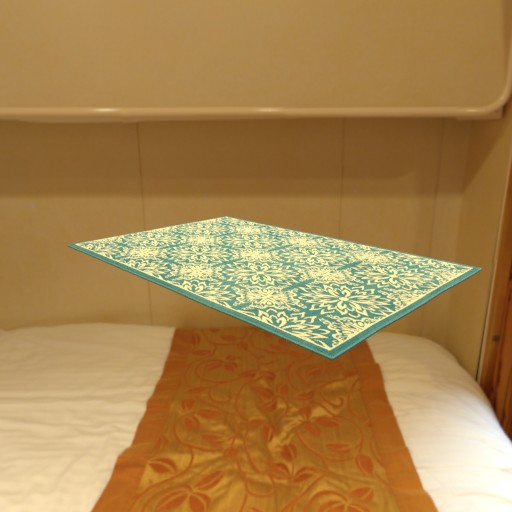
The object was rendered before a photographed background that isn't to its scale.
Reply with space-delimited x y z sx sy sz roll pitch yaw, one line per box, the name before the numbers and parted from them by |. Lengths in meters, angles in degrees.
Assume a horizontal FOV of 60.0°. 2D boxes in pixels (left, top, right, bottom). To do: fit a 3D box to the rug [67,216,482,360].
rug | 0.000 0.000 3.496 2.769 0.018 1.830 15 22 43
